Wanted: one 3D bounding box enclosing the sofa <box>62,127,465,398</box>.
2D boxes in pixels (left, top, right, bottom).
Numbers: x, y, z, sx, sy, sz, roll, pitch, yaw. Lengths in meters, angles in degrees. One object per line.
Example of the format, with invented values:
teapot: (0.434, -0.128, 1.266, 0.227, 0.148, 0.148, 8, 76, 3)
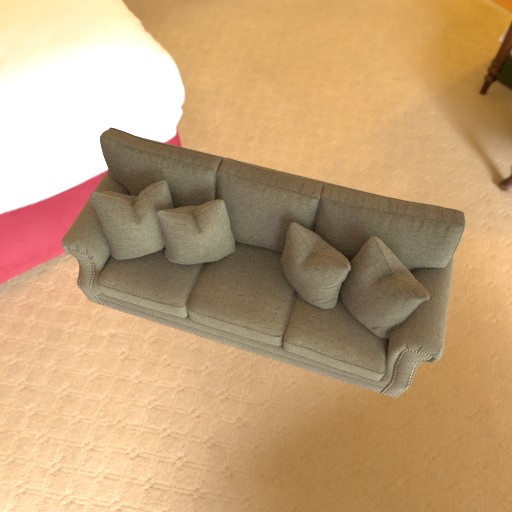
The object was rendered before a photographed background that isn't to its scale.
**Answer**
sofa: (0.000, 0.000, 2.788, 2.312, 0.975, 0.965, 16, 59, 10)
